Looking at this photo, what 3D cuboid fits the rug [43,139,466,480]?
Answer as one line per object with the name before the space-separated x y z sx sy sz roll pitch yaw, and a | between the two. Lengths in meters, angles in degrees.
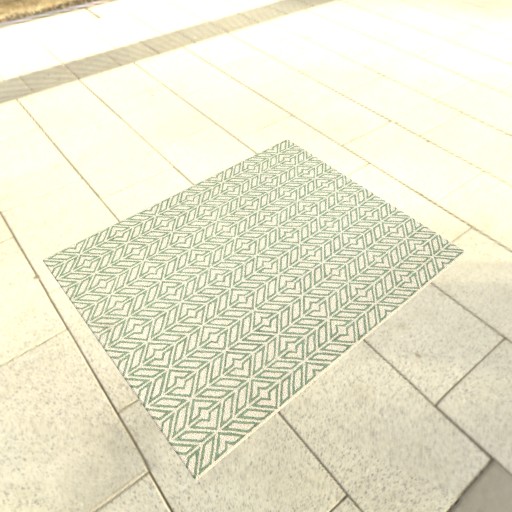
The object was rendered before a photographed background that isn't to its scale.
rug | 0.000 0.000 4.079 3.050 0.017 2.441 -32 55 -26
